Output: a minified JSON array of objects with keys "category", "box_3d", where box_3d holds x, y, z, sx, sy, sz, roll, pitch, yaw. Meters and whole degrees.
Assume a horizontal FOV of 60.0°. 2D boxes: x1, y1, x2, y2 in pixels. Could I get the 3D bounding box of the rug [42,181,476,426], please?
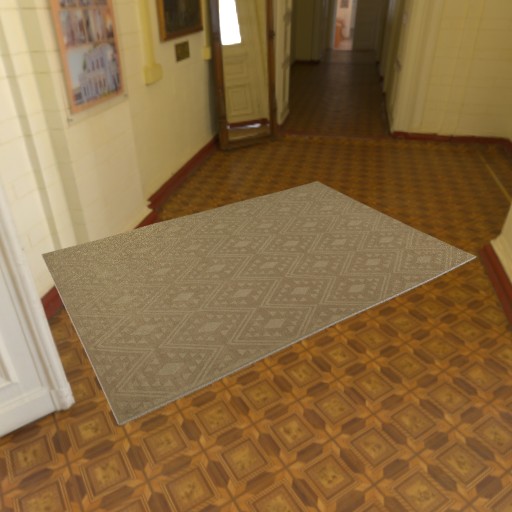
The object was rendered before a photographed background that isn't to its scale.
[{"category":"rug","box_3d":[0.000,0.000,2.255,1.829,0.034,1.252,-18,35,-28]}]
